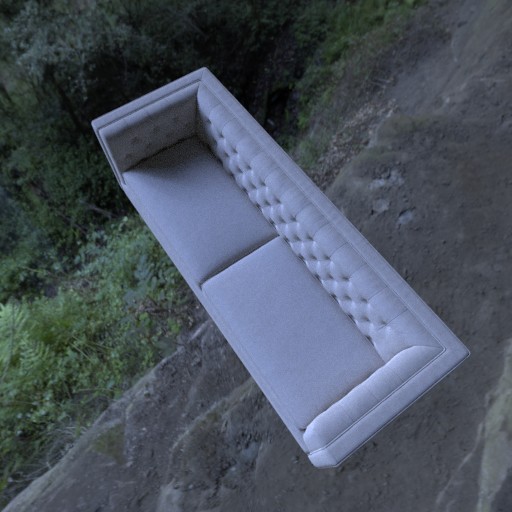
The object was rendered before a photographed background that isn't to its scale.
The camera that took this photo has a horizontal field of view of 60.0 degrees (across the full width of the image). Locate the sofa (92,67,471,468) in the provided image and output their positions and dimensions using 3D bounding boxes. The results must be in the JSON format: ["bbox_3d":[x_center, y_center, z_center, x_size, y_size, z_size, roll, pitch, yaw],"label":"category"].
[{"bbox_3d":[0.000,0.000,2.541,0.775,0.762,2.159,-32,68,-15],"label":"sofa"}]
